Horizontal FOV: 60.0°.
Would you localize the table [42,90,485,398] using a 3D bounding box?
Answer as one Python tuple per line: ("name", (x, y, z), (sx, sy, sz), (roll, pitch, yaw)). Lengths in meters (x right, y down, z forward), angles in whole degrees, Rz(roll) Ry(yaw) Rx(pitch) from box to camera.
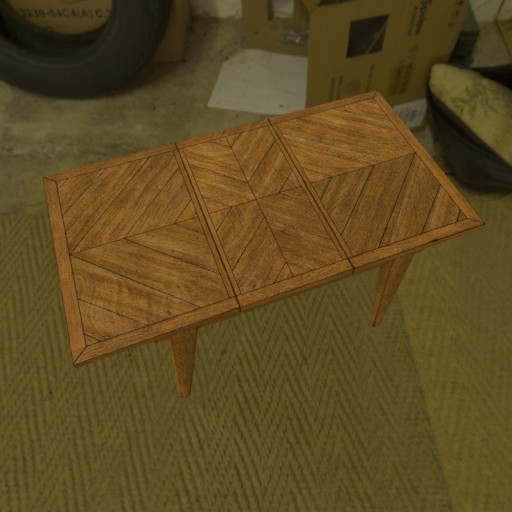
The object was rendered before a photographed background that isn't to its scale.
("table", (0.000, 0.000, 1.901), (1.400, 0.760, 0.757), (-18, 60, -11))
